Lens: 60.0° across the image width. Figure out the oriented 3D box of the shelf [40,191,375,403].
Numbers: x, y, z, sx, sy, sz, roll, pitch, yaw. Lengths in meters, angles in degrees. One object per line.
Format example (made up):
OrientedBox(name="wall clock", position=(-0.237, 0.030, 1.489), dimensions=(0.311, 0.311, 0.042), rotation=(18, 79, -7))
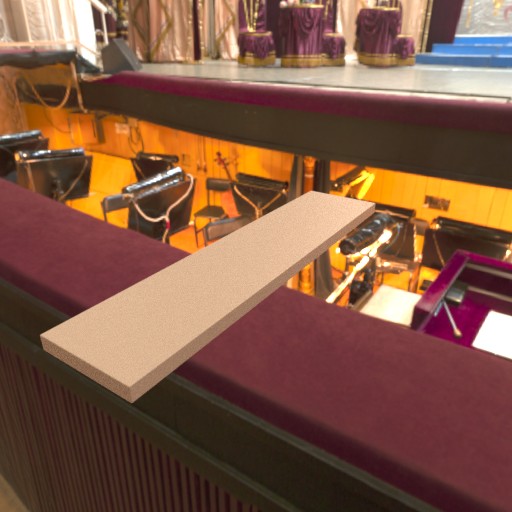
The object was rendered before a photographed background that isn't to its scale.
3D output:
OrientedBox(name="shelf", position=(0.000, 0.000, 0.666), dimensions=(0.140, 0.020, 0.610), rotation=(17, 31, 31))
